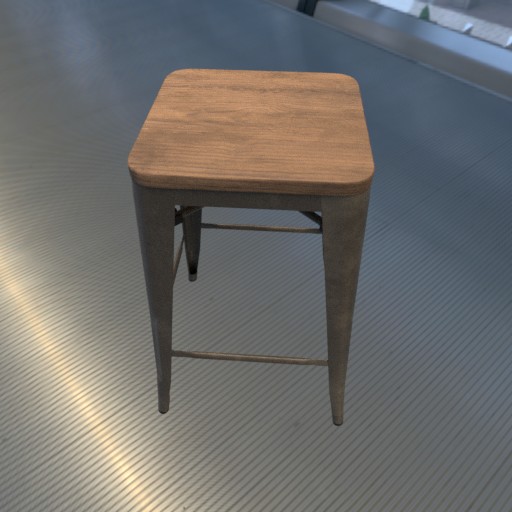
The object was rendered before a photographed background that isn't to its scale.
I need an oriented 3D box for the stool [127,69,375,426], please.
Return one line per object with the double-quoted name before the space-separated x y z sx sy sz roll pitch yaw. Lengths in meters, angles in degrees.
"stool" 0.000 0.000 0.883 0.407 0.607 0.407 3 46 3
